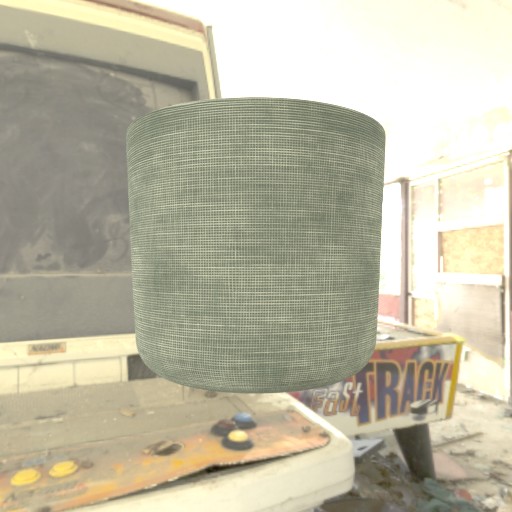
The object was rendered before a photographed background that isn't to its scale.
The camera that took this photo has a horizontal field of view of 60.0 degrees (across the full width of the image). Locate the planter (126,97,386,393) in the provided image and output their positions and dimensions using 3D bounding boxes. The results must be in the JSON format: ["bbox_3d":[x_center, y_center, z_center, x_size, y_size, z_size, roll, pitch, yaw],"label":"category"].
[{"bbox_3d":[0.000,0.000,0.779,0.440,0.398,0.440,0,-1,0],"label":"planter"}]
